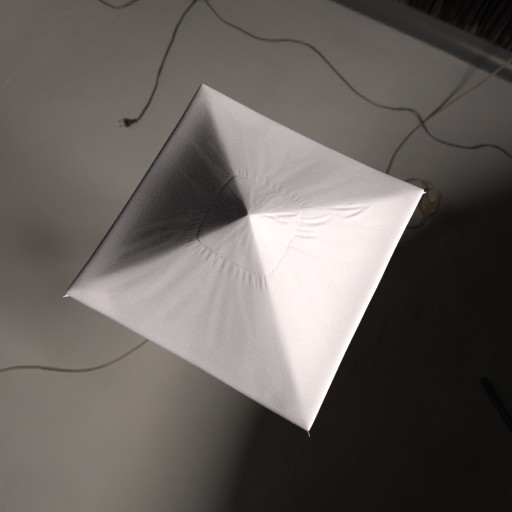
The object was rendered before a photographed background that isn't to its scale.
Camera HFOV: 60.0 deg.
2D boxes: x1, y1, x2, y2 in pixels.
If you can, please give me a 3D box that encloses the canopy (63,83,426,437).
[{"bbox_3d":[0.000,0.000,5.498,3.121,2.997,3.043,28,78,7],"label":"canopy"}]
